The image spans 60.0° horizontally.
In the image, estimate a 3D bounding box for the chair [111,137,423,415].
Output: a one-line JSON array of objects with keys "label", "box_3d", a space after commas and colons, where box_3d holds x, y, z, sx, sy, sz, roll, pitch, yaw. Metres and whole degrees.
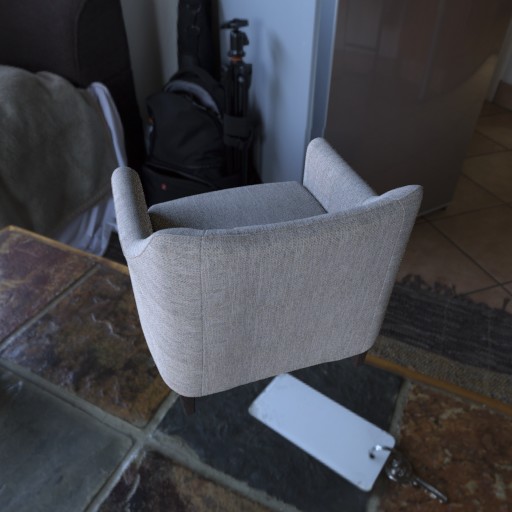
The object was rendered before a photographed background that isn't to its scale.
[{"label": "chair", "box_3d": [0.000, 0.000, 1.418, 0.796, 0.761, 0.758, -12, 42, -13]}]
